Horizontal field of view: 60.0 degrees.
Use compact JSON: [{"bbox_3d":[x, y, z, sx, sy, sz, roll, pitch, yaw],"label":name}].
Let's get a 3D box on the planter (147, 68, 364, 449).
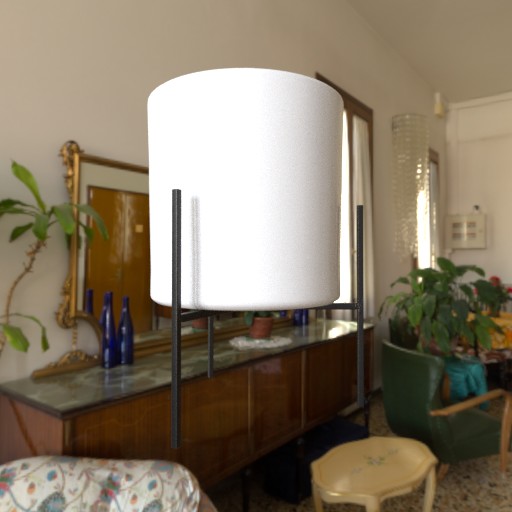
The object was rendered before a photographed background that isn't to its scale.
[{"bbox_3d":[0.000,0.000,0.643,0.308,0.431,0.307,0,-1,2],"label":"planter"}]
